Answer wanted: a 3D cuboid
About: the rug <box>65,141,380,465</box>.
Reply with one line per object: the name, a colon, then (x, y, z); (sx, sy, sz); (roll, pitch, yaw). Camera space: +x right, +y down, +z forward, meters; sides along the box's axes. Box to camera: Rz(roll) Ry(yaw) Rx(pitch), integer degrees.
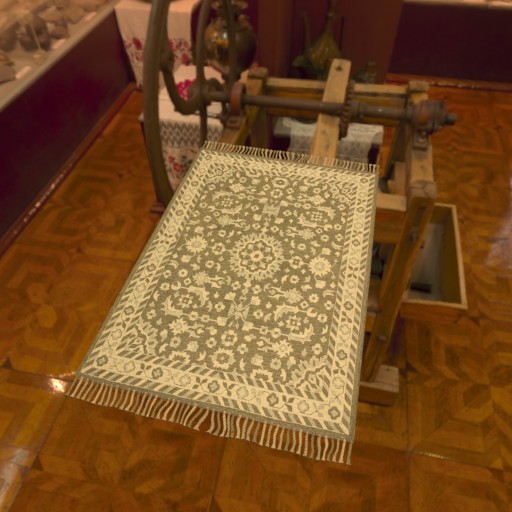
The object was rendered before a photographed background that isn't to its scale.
rug: (0.000, 0.000, 3.012); (1.530, 0.025, 2.431); (10, 49, 9)
